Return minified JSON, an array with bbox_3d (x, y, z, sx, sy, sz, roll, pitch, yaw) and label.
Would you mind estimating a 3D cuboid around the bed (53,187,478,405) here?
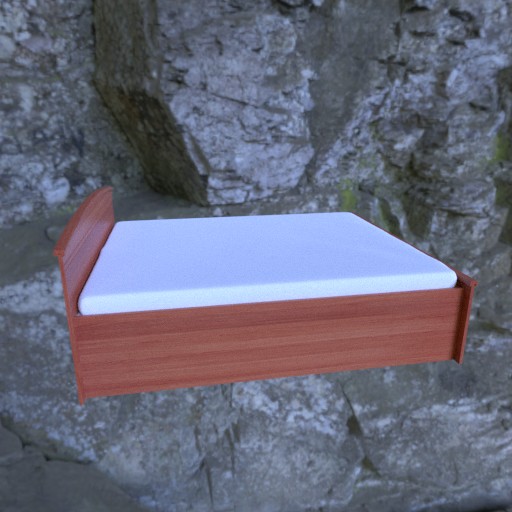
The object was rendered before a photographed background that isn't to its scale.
[{"bbox_3d":[0.000,0.000,2.948,2.053,0.848,1.683,-3,18,-10],"label":"bed"}]
